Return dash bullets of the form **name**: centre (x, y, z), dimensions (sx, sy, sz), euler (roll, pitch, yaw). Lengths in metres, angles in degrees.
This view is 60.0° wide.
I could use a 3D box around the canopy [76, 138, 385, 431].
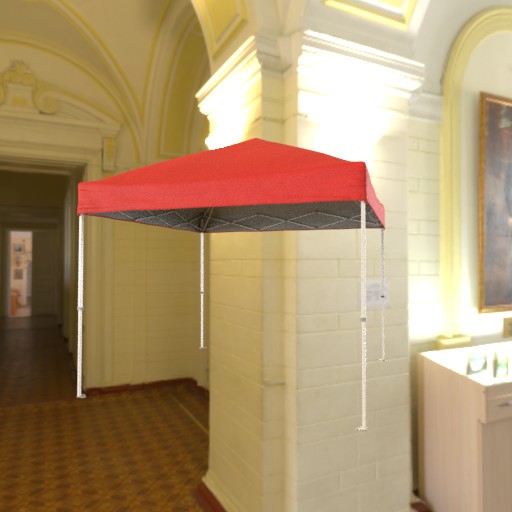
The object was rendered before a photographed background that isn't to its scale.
- **canopy**: centre (0.000, 0.000, 5.593), dimensions (2.998, 2.997, 2.996), euler (0, -1, 19)
